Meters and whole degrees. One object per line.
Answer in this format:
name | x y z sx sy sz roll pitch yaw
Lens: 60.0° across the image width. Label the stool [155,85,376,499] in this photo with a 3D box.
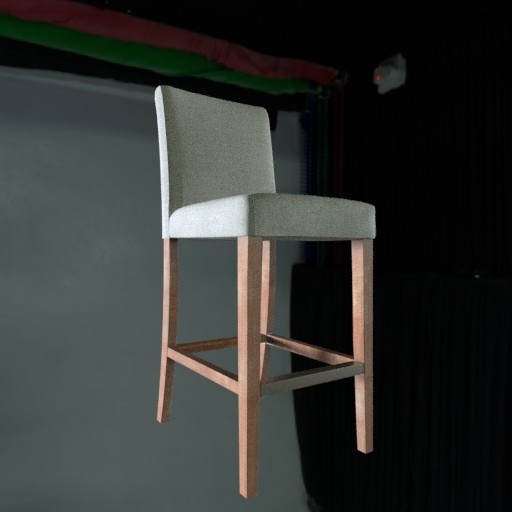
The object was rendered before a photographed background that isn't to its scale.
stool | 0.000 0.000 1.338 0.439 1.088 0.570 -1 1 -34
